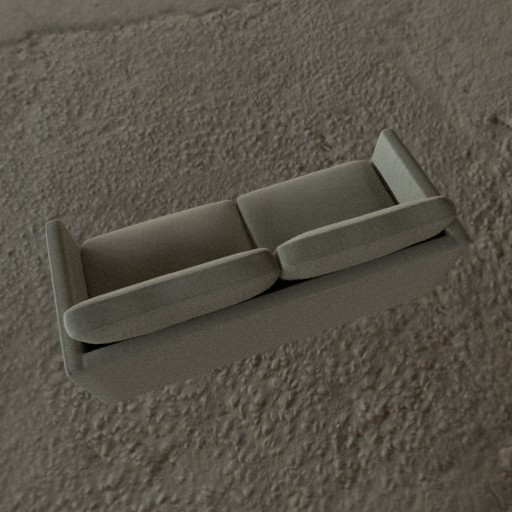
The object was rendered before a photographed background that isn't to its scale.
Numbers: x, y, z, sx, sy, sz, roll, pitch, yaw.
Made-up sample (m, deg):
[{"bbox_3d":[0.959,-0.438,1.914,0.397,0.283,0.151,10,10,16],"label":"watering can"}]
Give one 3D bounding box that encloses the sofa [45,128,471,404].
[{"bbox_3d":[0.000,0.000,2.676,2.208,0.960,0.956,-17,62,-10],"label":"sofa"}]
